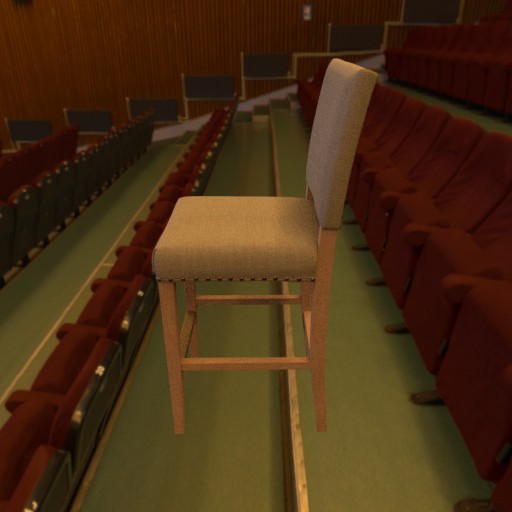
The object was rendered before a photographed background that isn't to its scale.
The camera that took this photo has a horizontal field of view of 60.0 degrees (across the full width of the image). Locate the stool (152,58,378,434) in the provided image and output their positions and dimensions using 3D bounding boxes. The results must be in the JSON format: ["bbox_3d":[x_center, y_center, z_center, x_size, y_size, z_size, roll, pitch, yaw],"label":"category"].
[{"bbox_3d":[0.000,0.000,1.466,0.585,1.173,0.445,0,27,0],"label":"stool"}]
